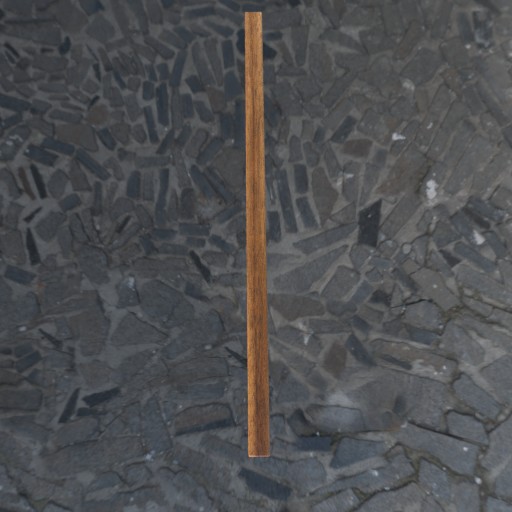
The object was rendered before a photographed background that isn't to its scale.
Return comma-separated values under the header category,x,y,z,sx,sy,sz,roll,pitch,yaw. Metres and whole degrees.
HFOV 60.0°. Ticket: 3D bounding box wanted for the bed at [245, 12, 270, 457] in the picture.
category,x,y,z,sx,sy,sz,roll,pitch,yaw
bed,0.000,0.000,1.452,0.043,0.940,1.041,-1,76,0
